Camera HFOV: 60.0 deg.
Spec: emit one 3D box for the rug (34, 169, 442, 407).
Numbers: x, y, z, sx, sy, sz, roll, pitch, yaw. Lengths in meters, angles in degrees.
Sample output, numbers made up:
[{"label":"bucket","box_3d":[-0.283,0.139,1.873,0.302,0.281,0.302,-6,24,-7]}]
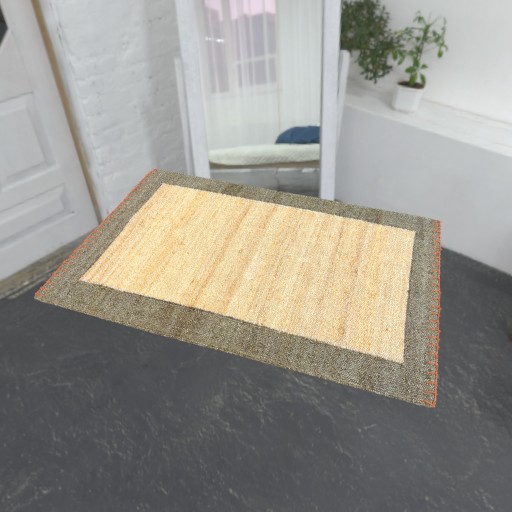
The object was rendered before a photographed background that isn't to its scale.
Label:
[{"label":"rug","box_3d":[0.000,0.000,2.297,1.838,0.019,1.220,12,44,13]}]
